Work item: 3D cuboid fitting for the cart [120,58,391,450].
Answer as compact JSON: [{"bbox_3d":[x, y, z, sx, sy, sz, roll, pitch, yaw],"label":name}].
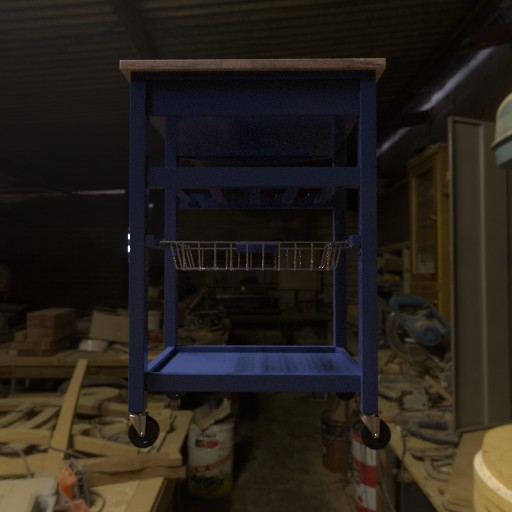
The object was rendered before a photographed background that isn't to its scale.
[{"bbox_3d":[0.000,0.000,1.147,0.584,0.839,0.403,0,-1,1],"label":"cart"}]
